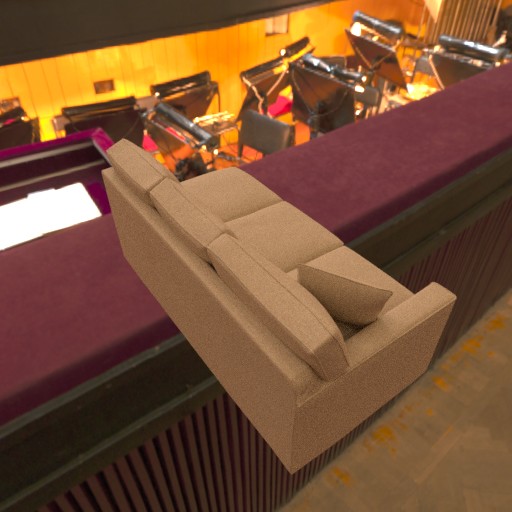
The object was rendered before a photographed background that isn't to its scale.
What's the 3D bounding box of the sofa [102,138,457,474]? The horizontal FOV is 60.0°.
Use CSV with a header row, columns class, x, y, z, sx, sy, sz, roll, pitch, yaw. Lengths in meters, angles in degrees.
class,x,y,z,sx,sy,sz,roll,pitch,yaw
sofa,0.000,0.000,2.610,1.034,0.946,1.962,-25,46,-27
